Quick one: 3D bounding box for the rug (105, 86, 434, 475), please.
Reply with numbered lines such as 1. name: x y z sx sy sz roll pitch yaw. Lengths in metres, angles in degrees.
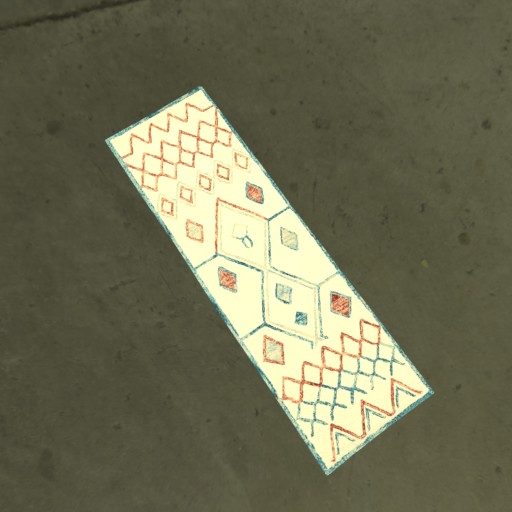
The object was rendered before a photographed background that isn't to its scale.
1. rug: 0.000 0.000 2.696 0.750 0.011 2.435 -33 76 -9
